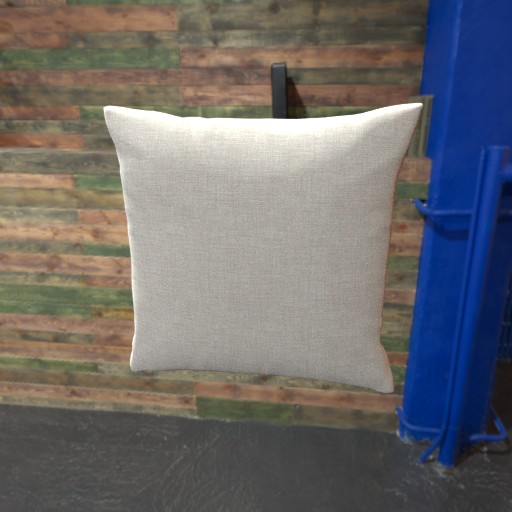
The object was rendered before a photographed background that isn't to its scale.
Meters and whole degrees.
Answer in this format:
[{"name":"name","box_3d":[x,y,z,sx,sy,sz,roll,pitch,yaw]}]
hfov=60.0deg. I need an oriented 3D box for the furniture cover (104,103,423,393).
[{"name":"furniture cover","box_3d":[0.000,0.000,0.782,0.517,0.508,0.158,2,17,8]}]
